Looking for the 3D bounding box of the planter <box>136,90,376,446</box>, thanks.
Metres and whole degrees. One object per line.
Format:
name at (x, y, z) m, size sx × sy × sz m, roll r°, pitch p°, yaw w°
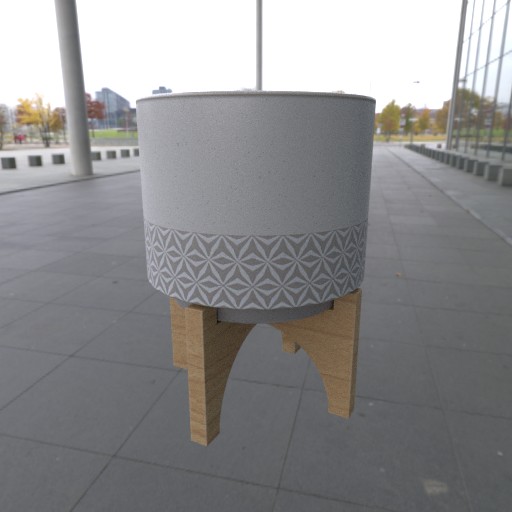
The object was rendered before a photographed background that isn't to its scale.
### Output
planter at (0.000, 0.000, 0.518) m, size 0.249 × 0.343 × 0.249 m, roll 0°, pitch 16°, yaw 0°
